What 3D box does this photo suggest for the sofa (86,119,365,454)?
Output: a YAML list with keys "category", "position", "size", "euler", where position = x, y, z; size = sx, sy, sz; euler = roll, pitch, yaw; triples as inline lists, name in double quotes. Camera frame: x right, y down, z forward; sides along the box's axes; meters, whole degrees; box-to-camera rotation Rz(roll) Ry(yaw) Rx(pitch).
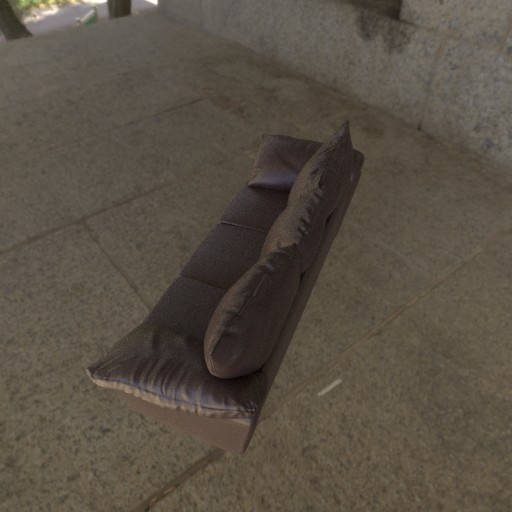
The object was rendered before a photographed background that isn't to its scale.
- category: "sofa"
  position: [0.000, 0.000, 2.888]
  size: [0.907, 1.091, 2.390]
  euler: [16, 47, 16]
